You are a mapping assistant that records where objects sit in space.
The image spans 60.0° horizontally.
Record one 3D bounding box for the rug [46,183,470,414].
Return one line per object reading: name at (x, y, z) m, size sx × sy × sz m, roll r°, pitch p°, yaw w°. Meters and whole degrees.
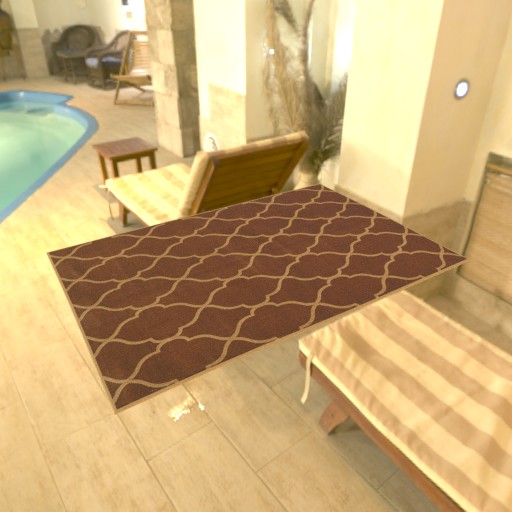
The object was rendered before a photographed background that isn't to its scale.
rug at (0.000, 0.000, 2.862) m, size 2.290 × 0.014 × 1.526 m, roll -18°, pitch 35°, yaw -27°
